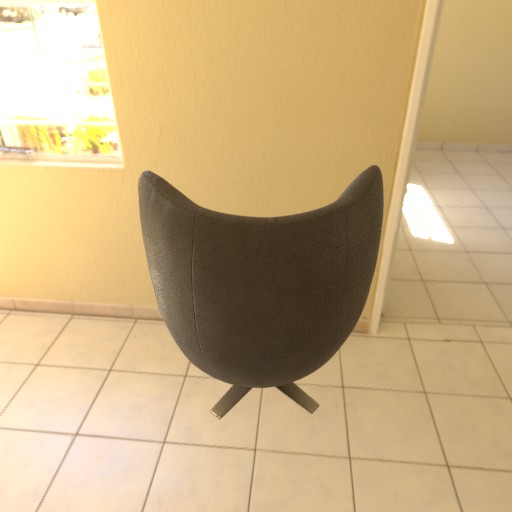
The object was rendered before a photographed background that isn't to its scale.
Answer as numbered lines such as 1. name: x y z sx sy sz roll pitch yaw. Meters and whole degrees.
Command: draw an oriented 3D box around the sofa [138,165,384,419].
1. sofa: 0.000 0.000 2.146 0.894 1.135 1.444 -2 31 -3
